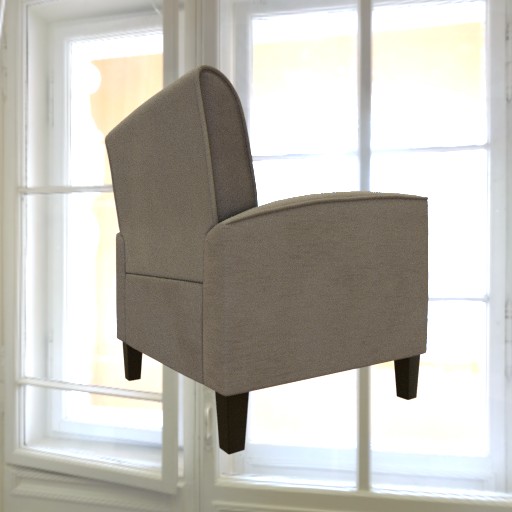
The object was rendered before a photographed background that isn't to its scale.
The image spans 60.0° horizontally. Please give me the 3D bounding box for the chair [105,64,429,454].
[{"bbox_3d":[0.000,0.000,1.523,0.821,0.915,0.820,0,1,-34],"label":"chair"}]
